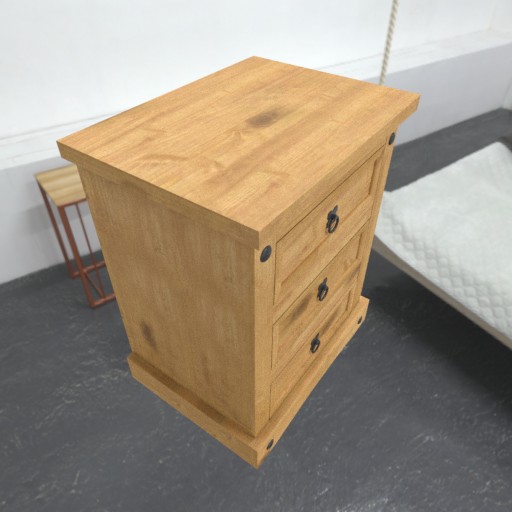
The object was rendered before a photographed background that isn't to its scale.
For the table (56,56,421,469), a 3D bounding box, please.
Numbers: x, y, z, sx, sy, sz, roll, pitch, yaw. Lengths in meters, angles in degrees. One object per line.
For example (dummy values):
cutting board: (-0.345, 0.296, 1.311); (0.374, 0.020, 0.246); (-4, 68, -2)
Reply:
table: (0.000, 0.000, 1.234); (0.500, 0.813, 0.660); (26, 47, 26)
